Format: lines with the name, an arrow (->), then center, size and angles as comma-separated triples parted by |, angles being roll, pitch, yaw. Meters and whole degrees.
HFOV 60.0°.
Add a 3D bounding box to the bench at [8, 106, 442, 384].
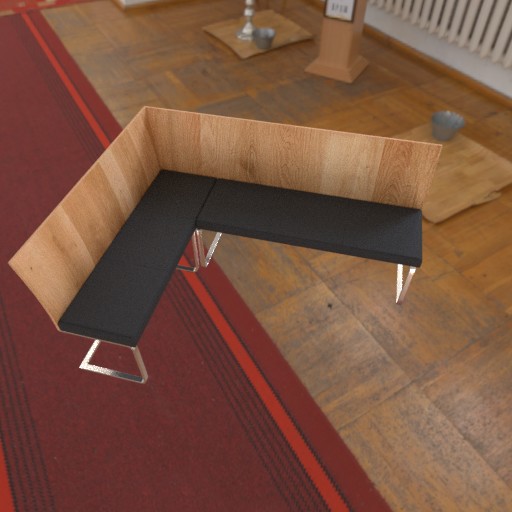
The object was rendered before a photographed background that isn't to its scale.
bench -> 0.000, 0.000, 2.679 | 1.945, 0.930, 1.495 | 10, 47, 10
